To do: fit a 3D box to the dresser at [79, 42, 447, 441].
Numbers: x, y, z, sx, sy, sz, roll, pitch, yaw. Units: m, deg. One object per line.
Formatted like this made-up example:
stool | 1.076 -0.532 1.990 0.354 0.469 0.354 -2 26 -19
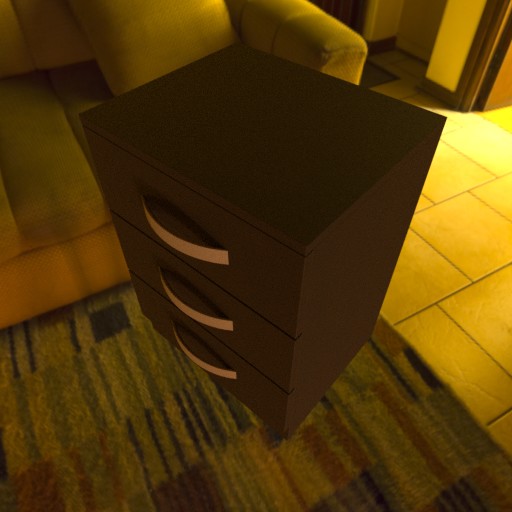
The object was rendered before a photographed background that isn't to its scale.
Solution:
dresser | 0.000 0.000 0.823 0.400 0.560 0.360 32 55 26
